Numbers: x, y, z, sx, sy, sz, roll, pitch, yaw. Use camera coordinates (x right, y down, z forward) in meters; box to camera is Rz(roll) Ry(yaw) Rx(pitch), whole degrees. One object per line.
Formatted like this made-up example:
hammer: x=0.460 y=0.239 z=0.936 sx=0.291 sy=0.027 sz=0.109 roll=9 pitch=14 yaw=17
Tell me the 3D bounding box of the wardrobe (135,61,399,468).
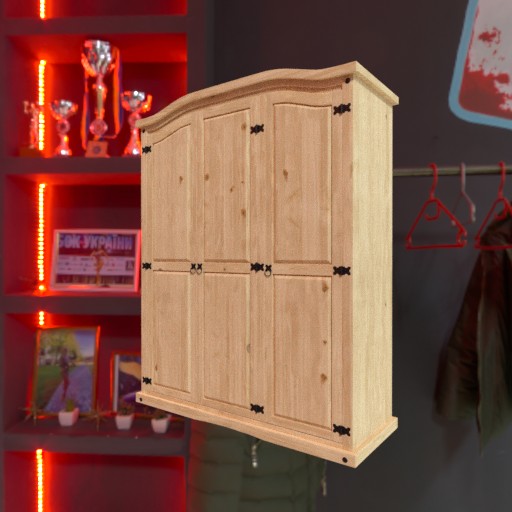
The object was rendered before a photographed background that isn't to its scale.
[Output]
wardrobe: x=0.000 y=0.000 z=2.622 sx=1.500 sy=1.870 sz=0.570 roll=0 pitch=0 yaw=36
